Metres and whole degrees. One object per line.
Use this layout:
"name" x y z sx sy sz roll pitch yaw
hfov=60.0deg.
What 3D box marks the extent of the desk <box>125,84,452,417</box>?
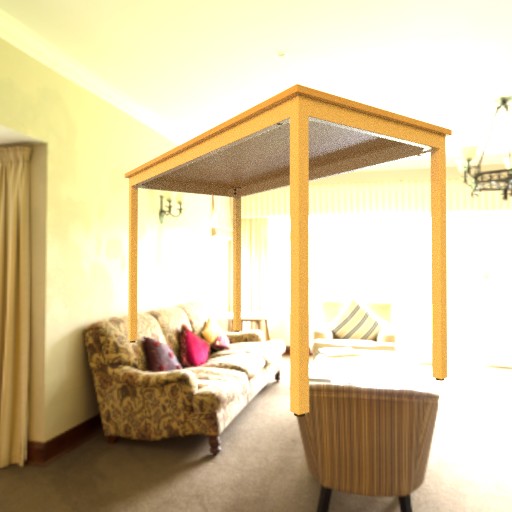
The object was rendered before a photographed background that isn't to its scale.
"desk" 0.000 0.000 1.644 0.600 0.750 1.200 1 -1 -34
